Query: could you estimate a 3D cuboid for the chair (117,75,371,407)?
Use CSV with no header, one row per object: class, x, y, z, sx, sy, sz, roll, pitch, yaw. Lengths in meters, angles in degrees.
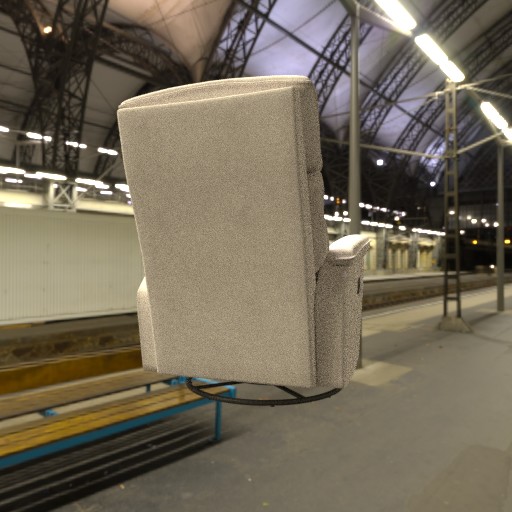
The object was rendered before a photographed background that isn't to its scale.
chair,0.000,0.000,1.726,0.820,1.039,1.001,0,-1,19
